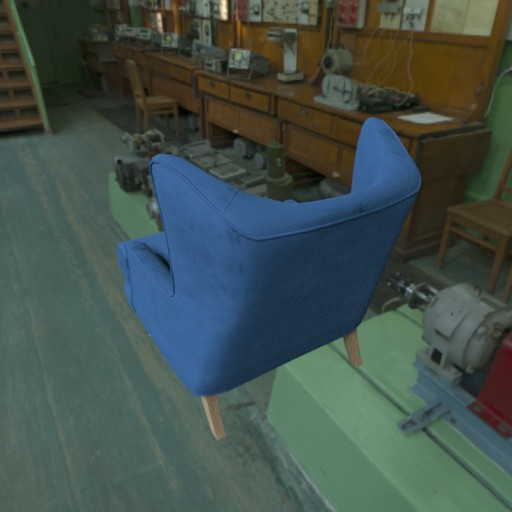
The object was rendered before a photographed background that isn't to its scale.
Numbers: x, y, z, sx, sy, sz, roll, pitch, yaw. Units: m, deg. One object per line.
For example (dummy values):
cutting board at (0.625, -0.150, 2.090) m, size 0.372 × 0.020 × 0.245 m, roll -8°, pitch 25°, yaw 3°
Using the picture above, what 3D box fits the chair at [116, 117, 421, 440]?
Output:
chair at (0.000, 0.000, 1.613) m, size 0.793 × 0.952 × 0.910 m, roll -18°, pitch 35°, yaw -28°
